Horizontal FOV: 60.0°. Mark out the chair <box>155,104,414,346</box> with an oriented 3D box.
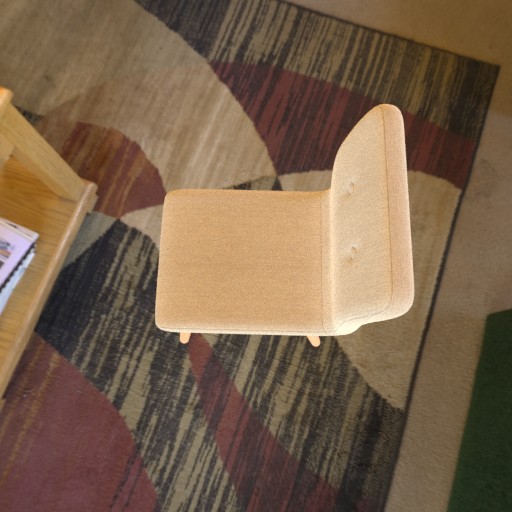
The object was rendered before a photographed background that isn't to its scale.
[{"bbox_3d":[0.000,0.000,1.207,0.550,0.885,0.435,1,76,0],"label":"chair"}]
